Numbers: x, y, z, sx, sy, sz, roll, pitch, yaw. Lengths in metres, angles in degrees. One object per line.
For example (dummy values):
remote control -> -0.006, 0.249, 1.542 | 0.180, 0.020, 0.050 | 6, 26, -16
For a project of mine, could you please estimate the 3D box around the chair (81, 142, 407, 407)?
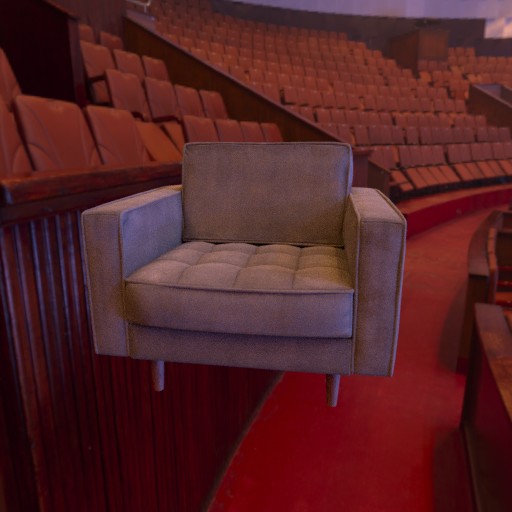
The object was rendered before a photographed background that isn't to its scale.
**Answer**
chair -> 0.000, 0.000, 1.556 | 0.928, 0.773, 0.843 | 2, 15, 9
